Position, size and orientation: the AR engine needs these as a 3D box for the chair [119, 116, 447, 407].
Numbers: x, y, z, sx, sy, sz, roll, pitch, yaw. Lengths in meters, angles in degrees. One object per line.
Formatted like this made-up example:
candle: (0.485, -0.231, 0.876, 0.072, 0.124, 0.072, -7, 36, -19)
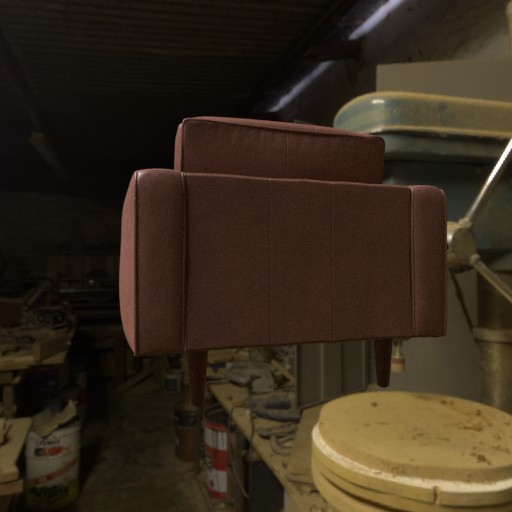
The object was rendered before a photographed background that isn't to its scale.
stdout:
chair: (0.000, 0.000, 1.561, 0.920, 0.770, 0.900, 0, 0, -18)
